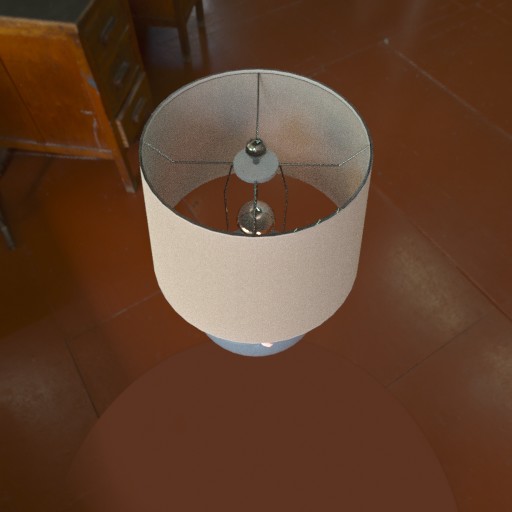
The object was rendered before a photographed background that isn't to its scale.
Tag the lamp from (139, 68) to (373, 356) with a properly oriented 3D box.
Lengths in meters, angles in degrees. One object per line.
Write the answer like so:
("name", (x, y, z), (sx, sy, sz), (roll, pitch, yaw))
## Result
("lamp", (0.000, 0.000, 0.555), (0.247, 0.387, 0.247), (0, 58, 0))
